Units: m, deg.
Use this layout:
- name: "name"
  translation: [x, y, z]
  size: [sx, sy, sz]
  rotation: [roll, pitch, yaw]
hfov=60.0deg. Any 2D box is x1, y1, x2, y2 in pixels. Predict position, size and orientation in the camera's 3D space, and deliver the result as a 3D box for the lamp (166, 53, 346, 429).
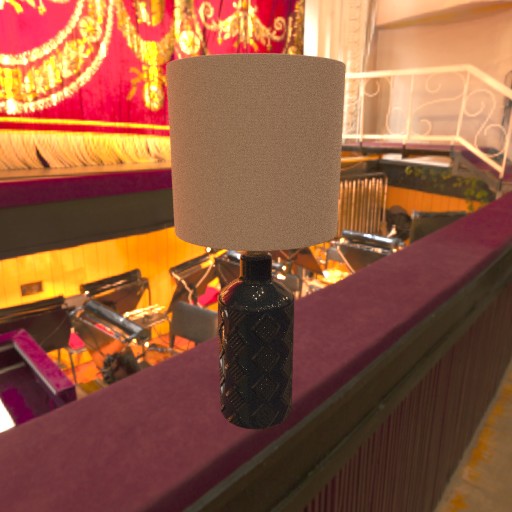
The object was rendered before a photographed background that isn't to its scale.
- name: "lamp"
  translation: [0.000, 0.000, 0.583]
  size: [0.207, 0.461, 0.207]
  rotation: [15, 22, 42]
